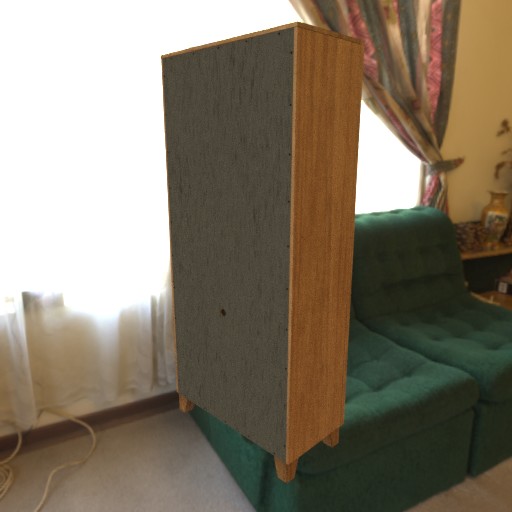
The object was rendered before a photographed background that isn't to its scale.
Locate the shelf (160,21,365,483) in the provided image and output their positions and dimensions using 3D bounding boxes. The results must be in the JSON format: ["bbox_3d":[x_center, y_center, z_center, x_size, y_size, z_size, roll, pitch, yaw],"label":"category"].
[{"bbox_3d":[0.000,0.000,2.237,0.453,1.930,0.864,-14,20,-43],"label":"shelf"}]
